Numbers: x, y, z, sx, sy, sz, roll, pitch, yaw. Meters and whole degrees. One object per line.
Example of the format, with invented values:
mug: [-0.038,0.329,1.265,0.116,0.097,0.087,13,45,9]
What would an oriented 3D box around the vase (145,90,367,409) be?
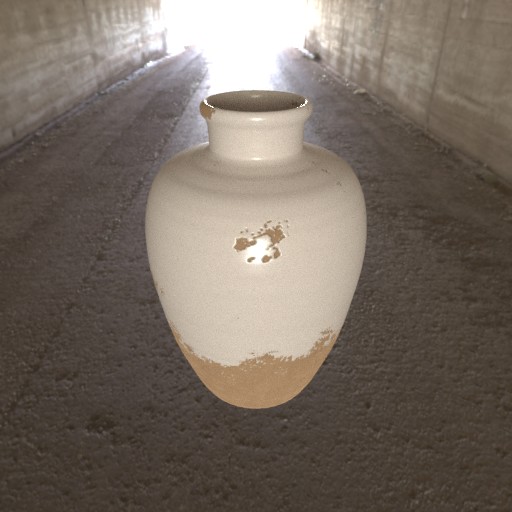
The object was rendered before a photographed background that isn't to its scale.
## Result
vase: [0.000,0.000,0.337,0.158,0.228,0.158,0,31,0]
